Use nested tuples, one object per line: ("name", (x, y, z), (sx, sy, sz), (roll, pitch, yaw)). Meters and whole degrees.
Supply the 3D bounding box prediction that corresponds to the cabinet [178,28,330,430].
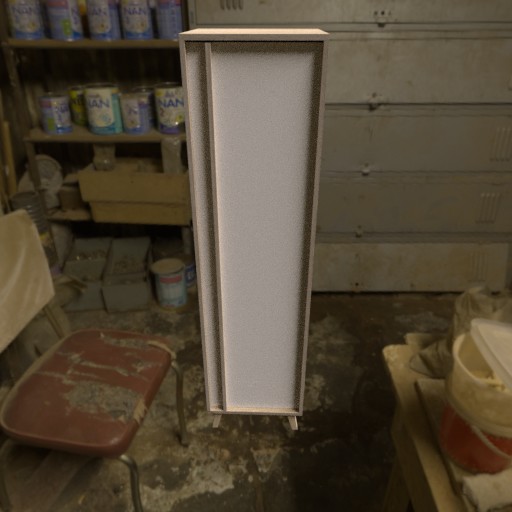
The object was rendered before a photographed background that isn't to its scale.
("cabinet", (0.000, 0.000, 2.164), (0.510, 1.960, 0.450), (1, 29, 2))
